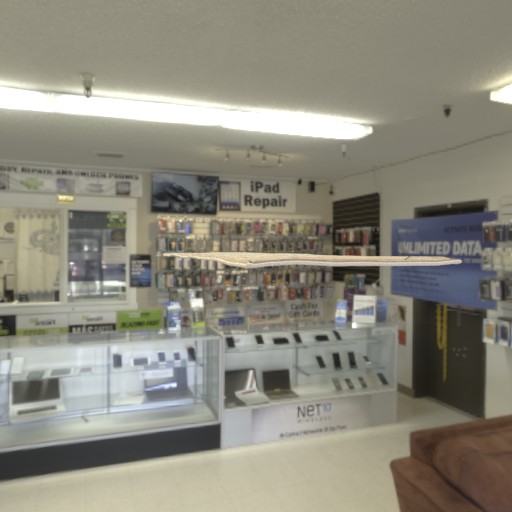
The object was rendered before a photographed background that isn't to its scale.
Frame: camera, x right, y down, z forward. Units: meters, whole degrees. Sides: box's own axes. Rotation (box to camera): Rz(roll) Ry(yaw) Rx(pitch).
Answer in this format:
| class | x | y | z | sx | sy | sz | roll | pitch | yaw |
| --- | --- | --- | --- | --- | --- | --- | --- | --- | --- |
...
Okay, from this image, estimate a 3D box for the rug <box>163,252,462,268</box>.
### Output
| class | x | y | z | sx | sy | sz | roll | pitch | yaw |
| --- | --- | --- | --- | --- | --- | --- | --- | --- | --- |
| rug | 0.000 | 0.000 | 2.636 | 0.831 | 0.036 | 2.381 | 0 | 1 | -18 |
